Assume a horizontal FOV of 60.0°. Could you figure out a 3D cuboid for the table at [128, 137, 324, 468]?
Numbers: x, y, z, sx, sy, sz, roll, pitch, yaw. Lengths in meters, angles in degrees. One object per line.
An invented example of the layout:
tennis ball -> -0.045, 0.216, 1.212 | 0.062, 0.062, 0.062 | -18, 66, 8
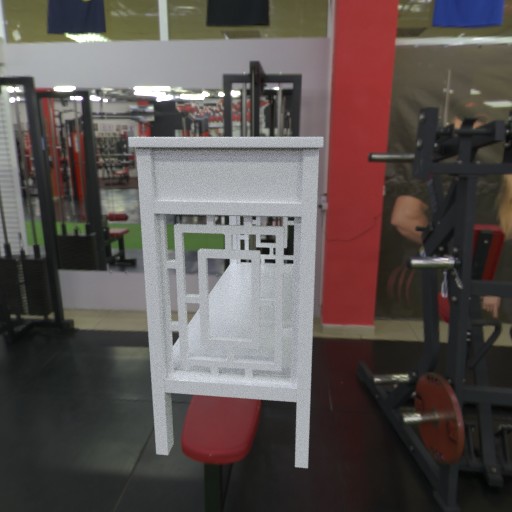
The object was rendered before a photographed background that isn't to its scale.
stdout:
table -> 0.000, 0.000, 1.466 | 0.397, 0.753, 1.068 | 2, 15, 7
